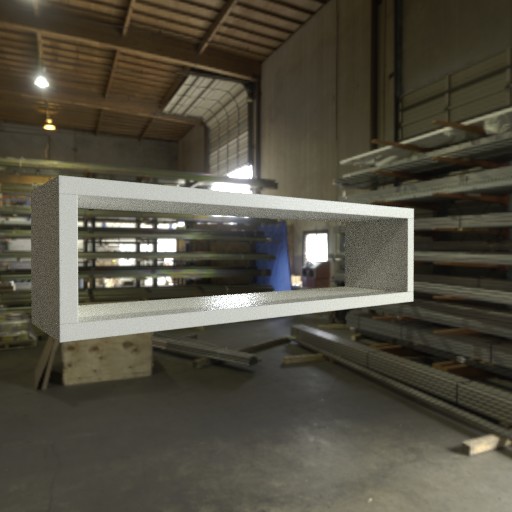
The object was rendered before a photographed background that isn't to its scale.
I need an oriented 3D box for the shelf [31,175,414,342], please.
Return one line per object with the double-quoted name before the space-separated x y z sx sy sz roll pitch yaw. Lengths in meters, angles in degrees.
"shelf" 0.000 0.000 0.692 0.610 0.170 0.150 -1 1 -37
